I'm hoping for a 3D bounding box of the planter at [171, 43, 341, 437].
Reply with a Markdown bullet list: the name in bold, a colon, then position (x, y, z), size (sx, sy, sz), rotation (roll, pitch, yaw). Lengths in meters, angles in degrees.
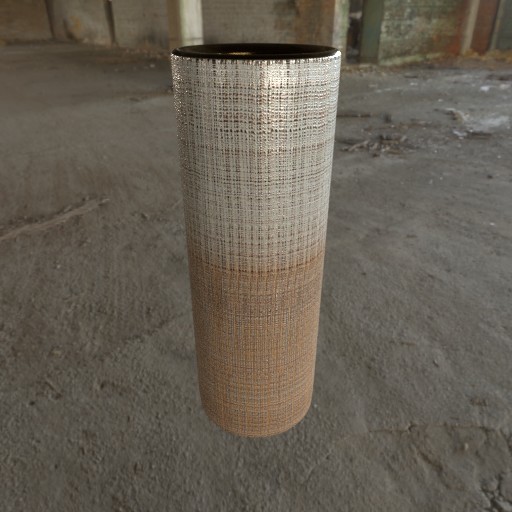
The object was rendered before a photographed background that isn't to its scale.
- **planter**: position (0.000, 0.000, 0.326), size (0.099, 0.278, 0.099), rotation (-22, 35, -34)
